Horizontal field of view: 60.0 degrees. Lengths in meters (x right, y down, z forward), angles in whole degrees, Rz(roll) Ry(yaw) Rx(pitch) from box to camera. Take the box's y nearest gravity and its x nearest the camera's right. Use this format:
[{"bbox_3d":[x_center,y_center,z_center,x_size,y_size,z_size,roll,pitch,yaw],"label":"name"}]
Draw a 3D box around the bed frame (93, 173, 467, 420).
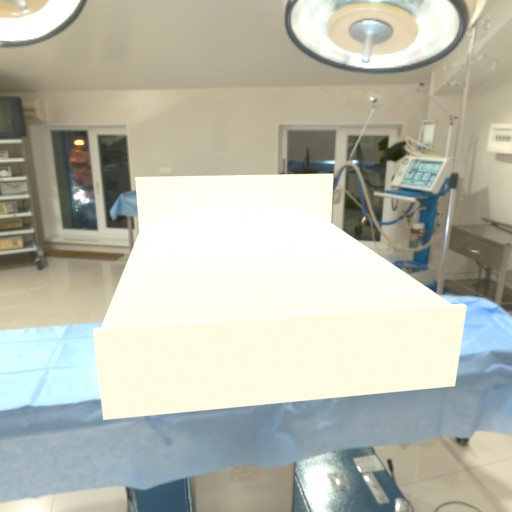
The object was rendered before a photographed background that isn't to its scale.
[{"bbox_3d":[0.000,0.000,2.815,1.622,0.800,1.960,-3,17,-9],"label":"bed frame"}]
